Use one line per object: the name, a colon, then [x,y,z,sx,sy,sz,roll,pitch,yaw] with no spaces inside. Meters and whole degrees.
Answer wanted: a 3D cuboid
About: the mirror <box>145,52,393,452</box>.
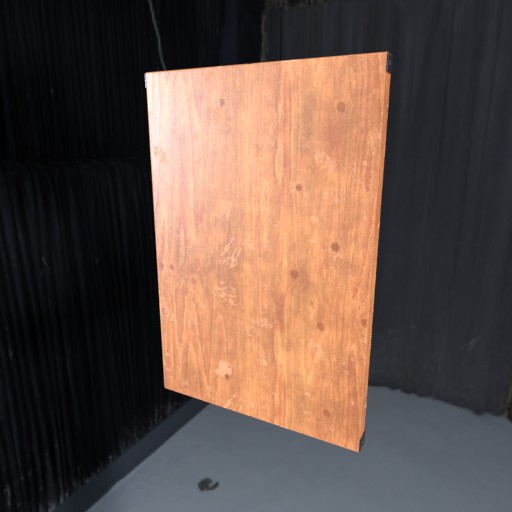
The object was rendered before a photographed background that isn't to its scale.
mirror: [0.000,0.000,0.954,0.517,0.761,0.053,8,17,27]
